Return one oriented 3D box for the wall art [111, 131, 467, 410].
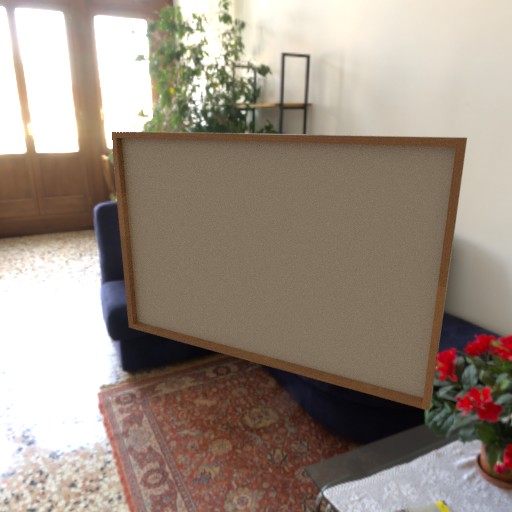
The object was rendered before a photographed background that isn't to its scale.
[{"bbox_3d":[0.000,0.000,1.142,0.914,0.607,0.023,9,19,26],"label":"wall art"}]
